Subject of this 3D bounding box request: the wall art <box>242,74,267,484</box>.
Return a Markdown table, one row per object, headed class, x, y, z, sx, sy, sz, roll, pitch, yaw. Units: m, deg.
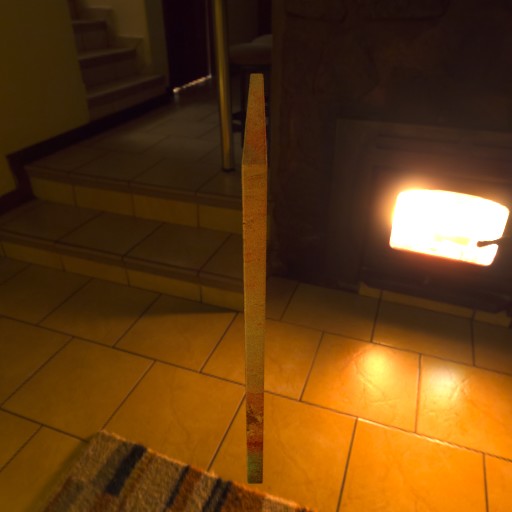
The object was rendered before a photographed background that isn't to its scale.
| class | x | y | z | sx | sy | sz | roll | pitch | yaw |
| --- | --- | --- | --- | --- | --- | --- | --- | --- | --- |
| wall art | 0.000 | 0.000 | 1.121 | 0.035 | 0.747 | 0.747 | 0 | 31 | 0 |
